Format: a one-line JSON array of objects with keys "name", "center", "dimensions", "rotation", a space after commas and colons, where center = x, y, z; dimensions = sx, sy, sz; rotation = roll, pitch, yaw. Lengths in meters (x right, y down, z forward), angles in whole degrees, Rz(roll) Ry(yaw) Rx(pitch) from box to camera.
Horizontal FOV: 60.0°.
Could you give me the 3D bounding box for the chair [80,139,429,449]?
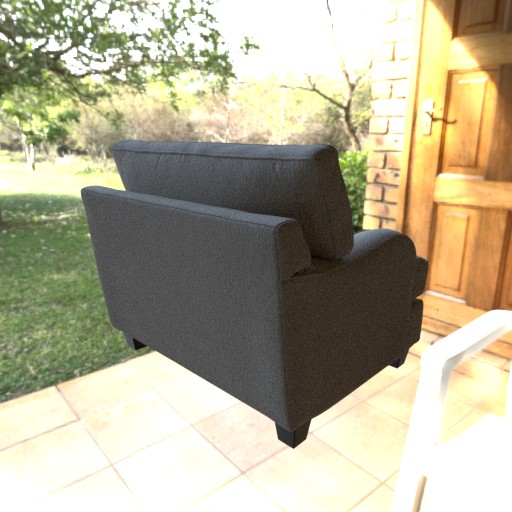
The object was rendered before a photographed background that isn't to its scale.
[{"name": "chair", "center": [0.000, 0.000, 2.006], "dimensions": [1.220, 1.016, 1.041], "rotation": [15, 22, 42]}]
